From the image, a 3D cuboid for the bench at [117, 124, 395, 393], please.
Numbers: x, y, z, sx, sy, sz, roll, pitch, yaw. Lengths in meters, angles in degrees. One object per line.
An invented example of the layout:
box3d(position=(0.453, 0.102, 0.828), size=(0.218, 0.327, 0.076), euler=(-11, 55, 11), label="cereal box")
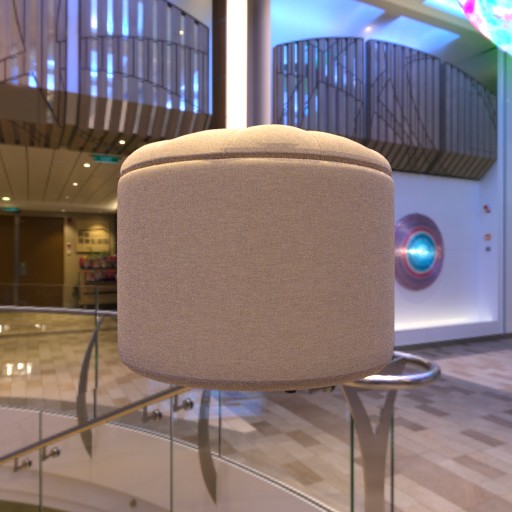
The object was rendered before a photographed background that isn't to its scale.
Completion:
box3d(position=(0.000, 0.000, 1.004), size=(0.600, 0.454, 0.600), euler=(0, 0, 0), label="bench")
